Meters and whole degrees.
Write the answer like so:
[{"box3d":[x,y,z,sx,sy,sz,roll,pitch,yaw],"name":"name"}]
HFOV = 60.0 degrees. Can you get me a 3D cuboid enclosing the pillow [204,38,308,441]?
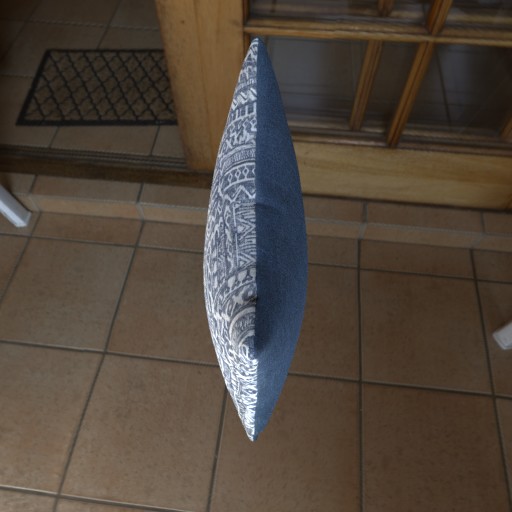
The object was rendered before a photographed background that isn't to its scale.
[{"box3d":[0.000,0.000,0.785,0.180,0.487,0.546,1,59,0],"name":"pillow"}]
